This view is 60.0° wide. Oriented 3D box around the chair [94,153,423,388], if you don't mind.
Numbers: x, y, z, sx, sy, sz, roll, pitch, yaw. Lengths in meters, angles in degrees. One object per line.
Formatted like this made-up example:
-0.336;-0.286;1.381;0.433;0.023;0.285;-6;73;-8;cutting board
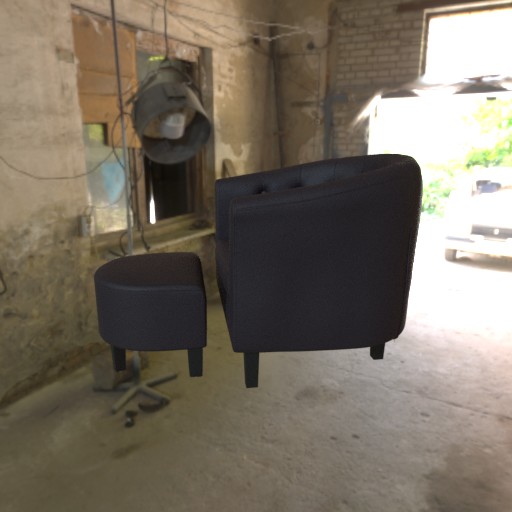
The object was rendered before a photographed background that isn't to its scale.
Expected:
0.000;0.000;1.696;1.191;0.760;0.763;-2;15;-9;chair
